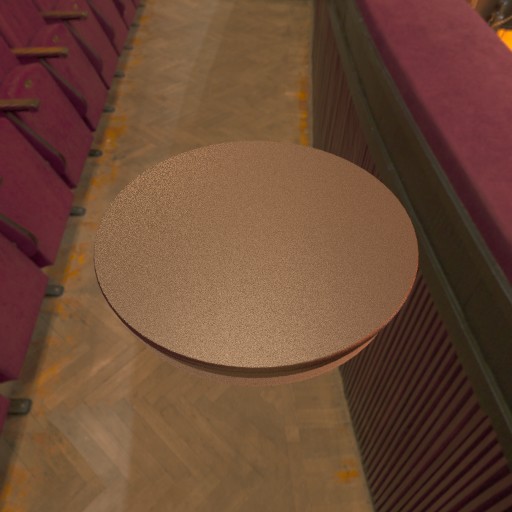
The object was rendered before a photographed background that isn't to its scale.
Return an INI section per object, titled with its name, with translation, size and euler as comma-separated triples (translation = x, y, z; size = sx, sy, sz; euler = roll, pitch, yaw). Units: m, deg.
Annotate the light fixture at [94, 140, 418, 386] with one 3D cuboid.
[light fixture]
translation = 0.000, 0.000, 0.551
size = 0.368, 0.100, 0.368
euler = 0, 46, 0
